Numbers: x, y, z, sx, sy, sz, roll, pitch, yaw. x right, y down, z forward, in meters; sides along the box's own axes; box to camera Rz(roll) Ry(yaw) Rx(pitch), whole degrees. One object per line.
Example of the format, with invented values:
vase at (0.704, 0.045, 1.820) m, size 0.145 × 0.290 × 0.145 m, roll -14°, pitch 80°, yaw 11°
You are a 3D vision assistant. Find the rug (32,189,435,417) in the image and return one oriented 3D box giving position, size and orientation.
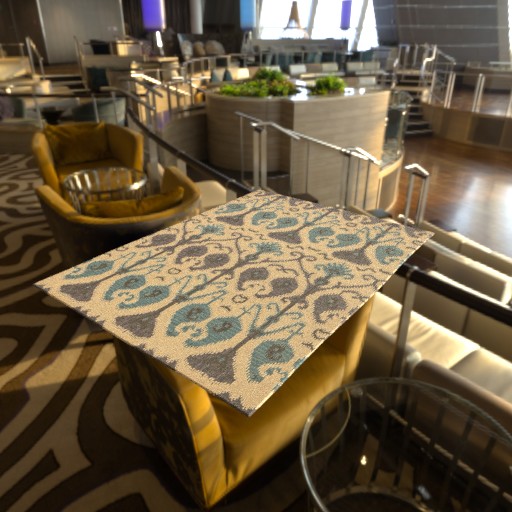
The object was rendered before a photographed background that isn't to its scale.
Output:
rug at (0.000, 0.000, 3.005) m, size 1.676 × 0.013 × 2.261 m, roll 19°, pitch 33°, yaw 33°
